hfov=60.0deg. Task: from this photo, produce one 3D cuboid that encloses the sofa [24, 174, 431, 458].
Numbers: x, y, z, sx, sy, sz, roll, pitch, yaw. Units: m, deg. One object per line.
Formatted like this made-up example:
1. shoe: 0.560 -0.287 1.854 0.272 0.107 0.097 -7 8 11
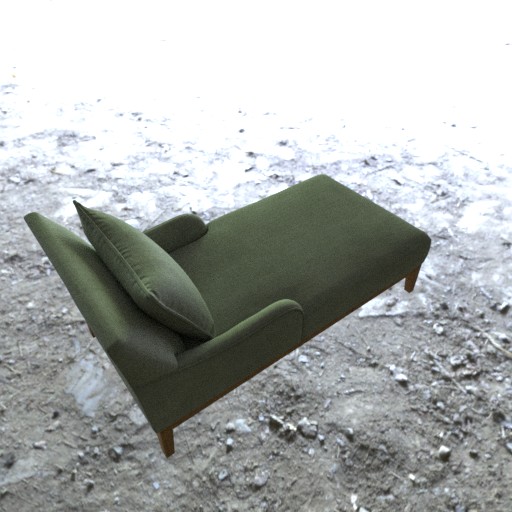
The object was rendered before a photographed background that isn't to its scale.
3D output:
1. sofa: 0.000 0.000 2.241 1.779 0.859 0.894 -26 47 -27
